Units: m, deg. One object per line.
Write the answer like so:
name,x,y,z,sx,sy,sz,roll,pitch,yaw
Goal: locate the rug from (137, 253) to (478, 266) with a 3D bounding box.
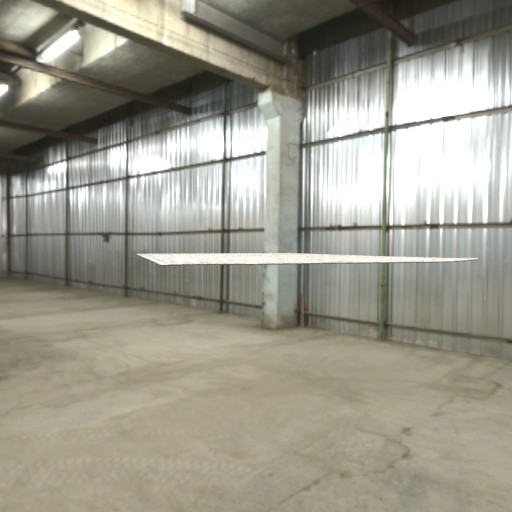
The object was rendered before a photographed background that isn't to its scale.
rug,0.000,0.000,3.114,1.527,0.021,2.447,0,1,-17
